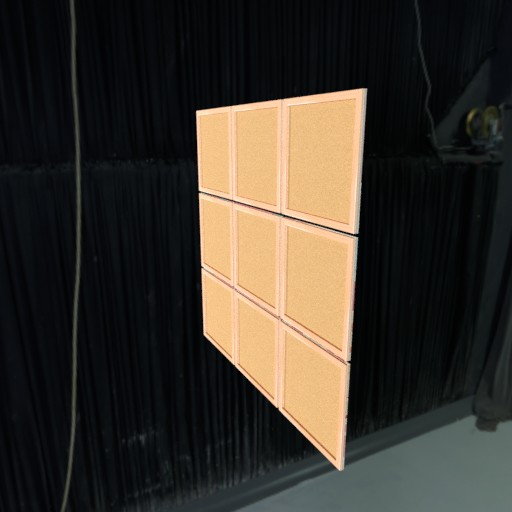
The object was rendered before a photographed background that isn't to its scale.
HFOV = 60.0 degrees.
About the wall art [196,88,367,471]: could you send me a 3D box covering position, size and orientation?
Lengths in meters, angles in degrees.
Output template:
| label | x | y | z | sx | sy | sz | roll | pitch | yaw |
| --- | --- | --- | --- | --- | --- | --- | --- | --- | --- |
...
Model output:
| label | x | y | z | sx | sy | sz | roll | pitch | yaw |
| --- | --- | --- | --- | --- | --- | --- | --- | --- | --- |
| wall art | 0.000 | 0.000 | 1.392 | 0.012 | 0.910 | 0.911 | -8 | 17 | -27 |
